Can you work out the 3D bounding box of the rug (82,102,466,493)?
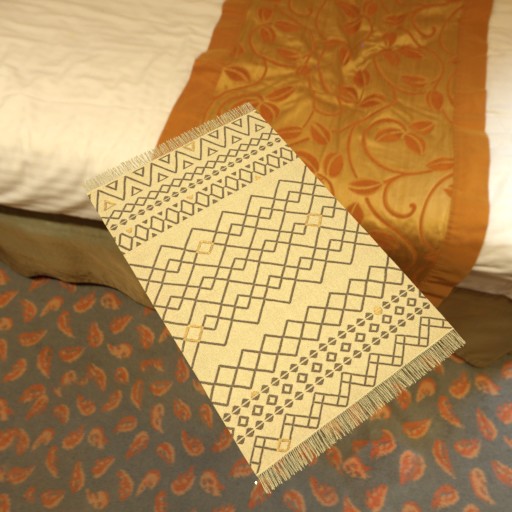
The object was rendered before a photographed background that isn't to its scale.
[{"bbox_3d":[0.000,0.000,3.012,1.495,0.035,2.472,-31,67,-15],"label":"rug"}]
